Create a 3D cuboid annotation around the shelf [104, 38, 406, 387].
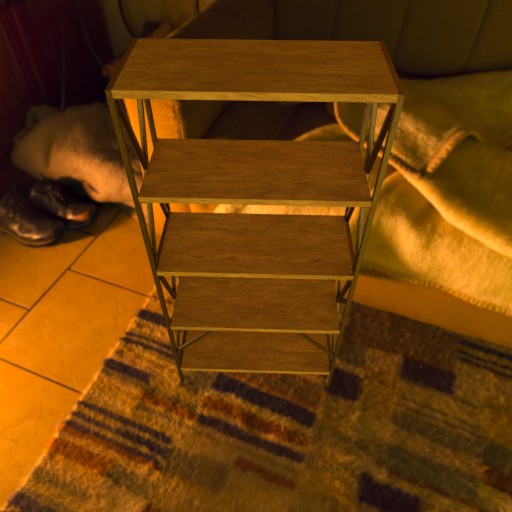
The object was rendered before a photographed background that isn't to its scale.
[{"bbox_3d":[0.000,0.000,2.076,0.874,1.803,0.386,1,47,1],"label":"shelf"}]
